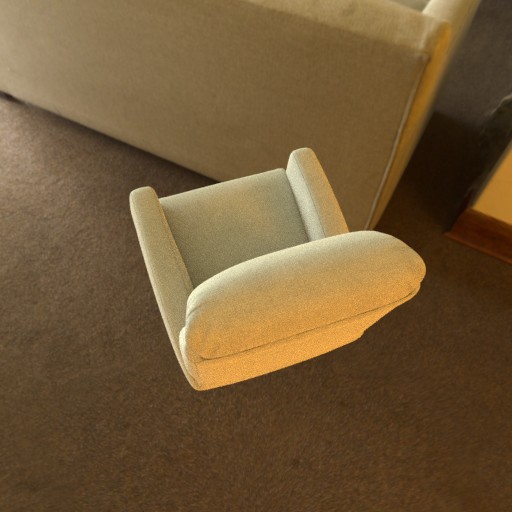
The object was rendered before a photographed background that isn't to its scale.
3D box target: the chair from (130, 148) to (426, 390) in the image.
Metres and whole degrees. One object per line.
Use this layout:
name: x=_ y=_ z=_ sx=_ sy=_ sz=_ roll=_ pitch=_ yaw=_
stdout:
chair: x=0.000 y=0.000 z=1.632 sx=0.812 sy=1.015 sz=0.941 roll=-16 pitch=60 yaw=-10
